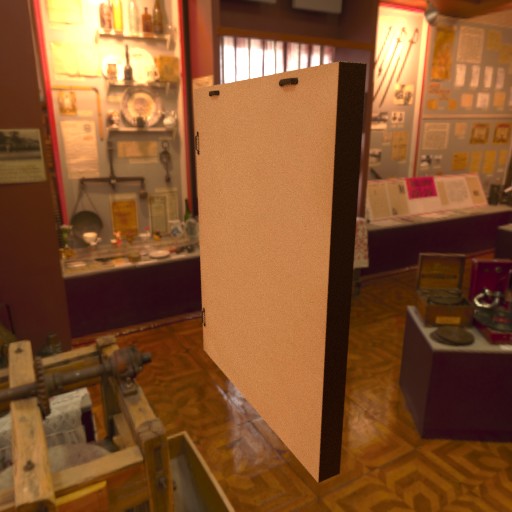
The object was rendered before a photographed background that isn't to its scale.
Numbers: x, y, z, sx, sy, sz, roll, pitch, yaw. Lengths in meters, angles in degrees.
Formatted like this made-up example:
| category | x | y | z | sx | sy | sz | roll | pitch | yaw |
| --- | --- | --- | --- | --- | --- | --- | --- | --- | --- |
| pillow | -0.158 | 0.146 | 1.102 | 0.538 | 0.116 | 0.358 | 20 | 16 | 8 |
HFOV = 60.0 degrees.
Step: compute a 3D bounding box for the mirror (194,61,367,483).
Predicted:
| category | x | y | z | sx | sy | sz | roll | pitch | yaw |
| --- | --- | --- | --- | --- | --- | --- | --- | --- | --- |
| mirror | 0.000 | 0.000 | 0.685 | 0.041 | 0.509 | 0.406 | -9 | 19 | -27 |
